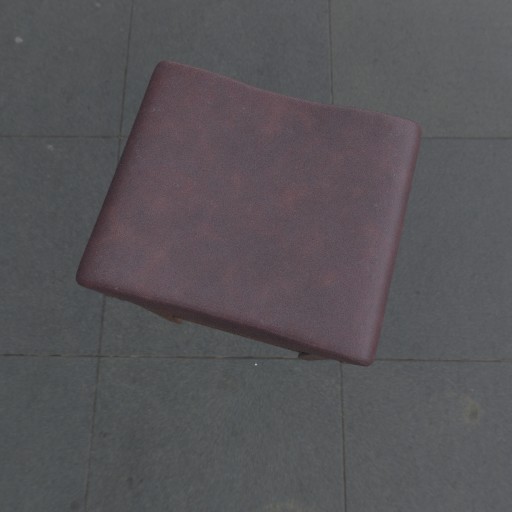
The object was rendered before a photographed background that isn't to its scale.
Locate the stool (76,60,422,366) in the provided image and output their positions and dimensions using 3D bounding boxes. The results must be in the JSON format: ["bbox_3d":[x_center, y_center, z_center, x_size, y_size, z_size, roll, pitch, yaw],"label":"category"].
[{"bbox_3d":[0.000,0.000,1.044,0.465,0.769,0.401,15,77,4],"label":"stool"}]
